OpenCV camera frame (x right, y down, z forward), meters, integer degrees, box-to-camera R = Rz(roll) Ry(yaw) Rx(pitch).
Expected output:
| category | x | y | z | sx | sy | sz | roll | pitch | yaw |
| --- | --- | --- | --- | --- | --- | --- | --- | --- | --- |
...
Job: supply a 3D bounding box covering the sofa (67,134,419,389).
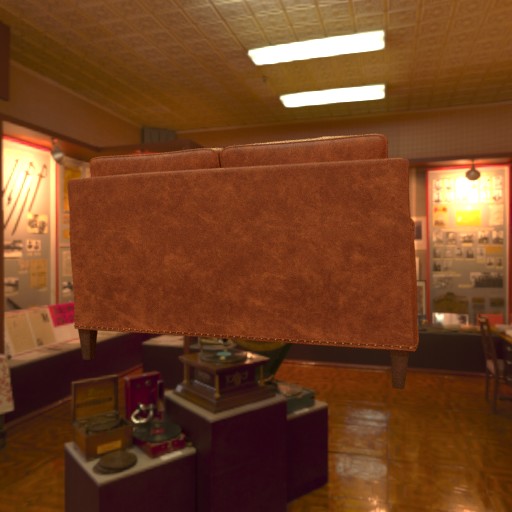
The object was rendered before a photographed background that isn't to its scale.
| category | x | y | z | sx | sy | sz | roll | pitch | yaw |
| --- | --- | --- | --- | --- | --- | --- | --- | --- | --- |
| sofa | 0.000 | 0.000 | 2.318 | 1.597 | 1.003 | 1.084 | 0 | 0 | 18 |
